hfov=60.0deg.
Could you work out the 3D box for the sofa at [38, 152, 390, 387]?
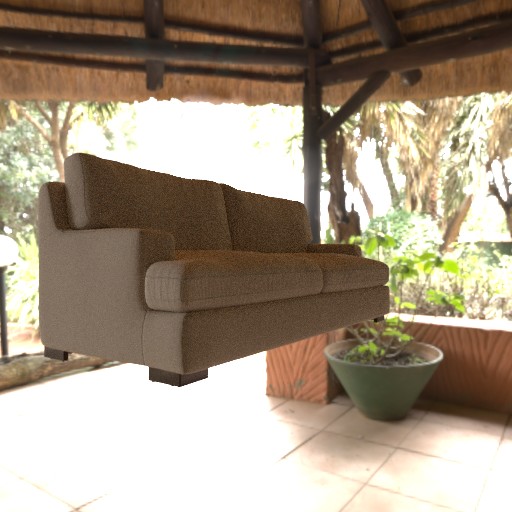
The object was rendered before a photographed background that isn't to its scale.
[{"bbox_3d":[0.000,0.000,2.591,0.929,0.925,2.147,0,-1,35],"label":"sofa"}]
